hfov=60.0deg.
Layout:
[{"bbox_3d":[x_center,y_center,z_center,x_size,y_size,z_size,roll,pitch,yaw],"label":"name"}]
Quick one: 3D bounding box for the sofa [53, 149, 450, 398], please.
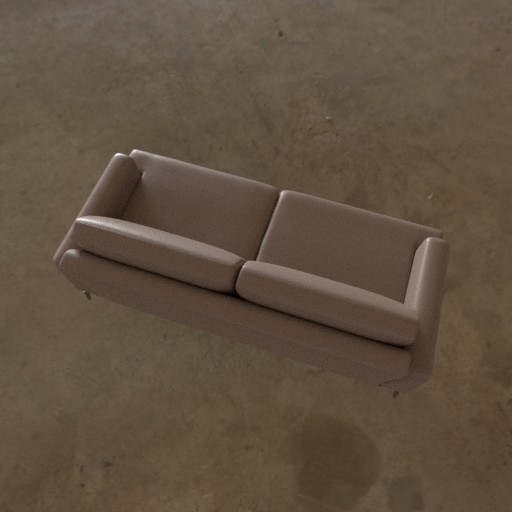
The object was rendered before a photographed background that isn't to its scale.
[{"bbox_3d":[0.000,0.000,2.411,1.940,0.765,0.974,16,64,8],"label":"sofa"}]
